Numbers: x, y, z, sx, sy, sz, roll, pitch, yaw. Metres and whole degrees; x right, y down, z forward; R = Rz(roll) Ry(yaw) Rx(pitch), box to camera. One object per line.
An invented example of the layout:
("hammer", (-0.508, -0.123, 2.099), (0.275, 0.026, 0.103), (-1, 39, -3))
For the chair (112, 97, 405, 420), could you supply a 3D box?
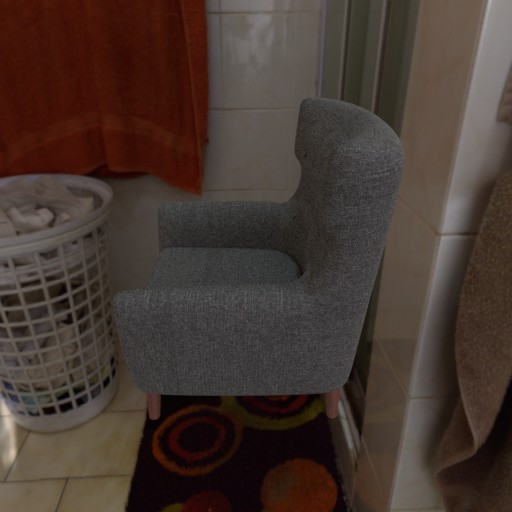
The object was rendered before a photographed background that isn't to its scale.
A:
("chair", (0.000, 0.000, 1.720), (0.904, 1.063, 0.878), (0, 27, -1))
